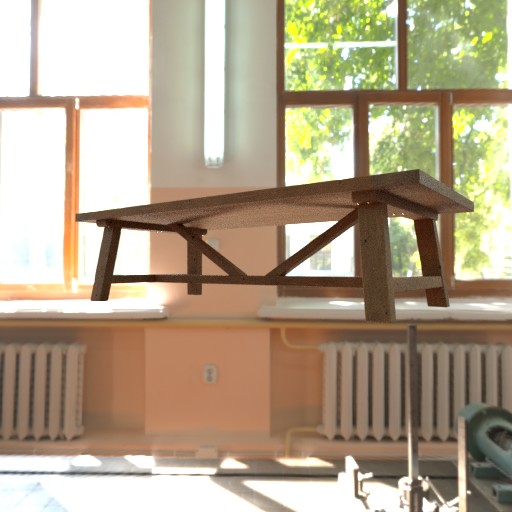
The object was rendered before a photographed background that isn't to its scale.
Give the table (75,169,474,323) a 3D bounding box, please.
[{"bbox_3d":[0.000,0.000,2.164,1.800,0.465,0.820,-1,-2,36],"label":"table"}]
